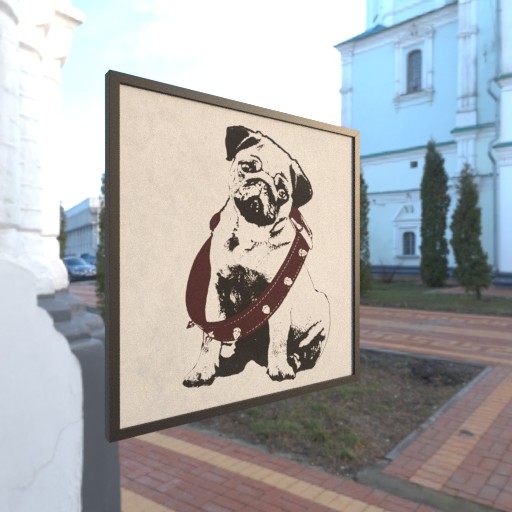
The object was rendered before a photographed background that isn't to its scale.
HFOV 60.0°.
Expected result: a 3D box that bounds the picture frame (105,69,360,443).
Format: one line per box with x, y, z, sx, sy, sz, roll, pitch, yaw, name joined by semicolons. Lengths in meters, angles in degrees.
0.000;0.000;1.159;0.775;0.775;0.032;0;0;-36;picture frame
